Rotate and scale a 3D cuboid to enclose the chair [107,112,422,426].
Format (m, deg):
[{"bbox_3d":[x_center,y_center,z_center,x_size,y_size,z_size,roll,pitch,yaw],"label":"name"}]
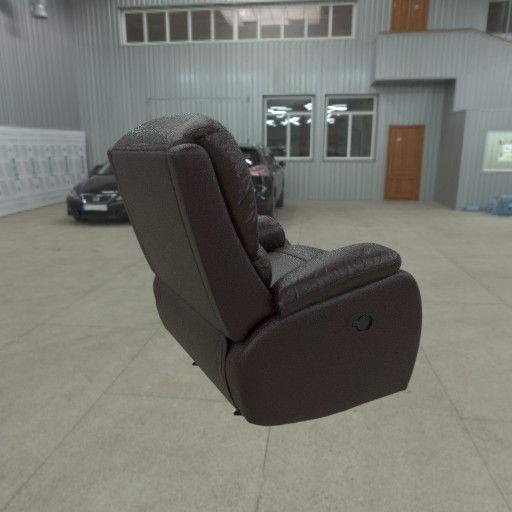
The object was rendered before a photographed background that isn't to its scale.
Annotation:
[{"bbox_3d":[0.000,0.000,1.701,0.899,1.011,0.930,-7,15,-27],"label":"chair"}]
